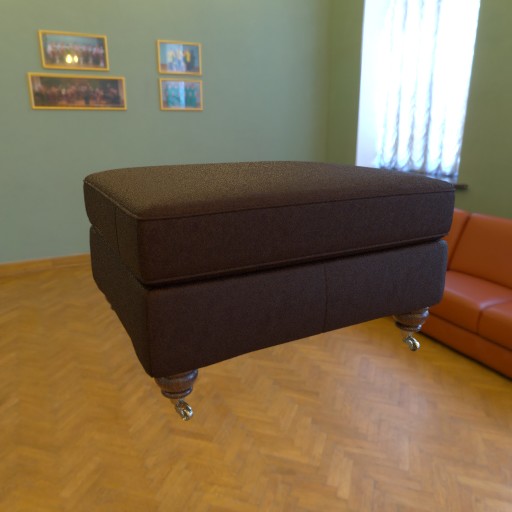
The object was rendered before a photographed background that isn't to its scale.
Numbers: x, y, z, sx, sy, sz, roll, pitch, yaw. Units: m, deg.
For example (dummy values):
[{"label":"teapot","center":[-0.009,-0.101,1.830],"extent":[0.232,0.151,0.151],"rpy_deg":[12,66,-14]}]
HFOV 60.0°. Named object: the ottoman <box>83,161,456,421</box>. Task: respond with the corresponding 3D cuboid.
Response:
[{"label":"ottoman","center":[0.000,0.000,1.840],"extent":[1.187,0.730,0.967],"rpy_deg":[-9,19,-27]}]
